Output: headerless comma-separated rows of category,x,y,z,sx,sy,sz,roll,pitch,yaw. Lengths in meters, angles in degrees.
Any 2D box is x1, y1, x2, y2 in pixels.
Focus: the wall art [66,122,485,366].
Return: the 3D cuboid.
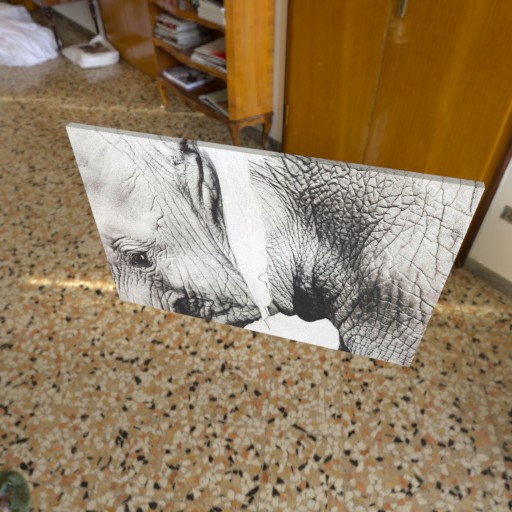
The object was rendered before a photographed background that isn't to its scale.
wall art,0.000,0.000,1.152,0.914,0.607,0.023,11,44,12
